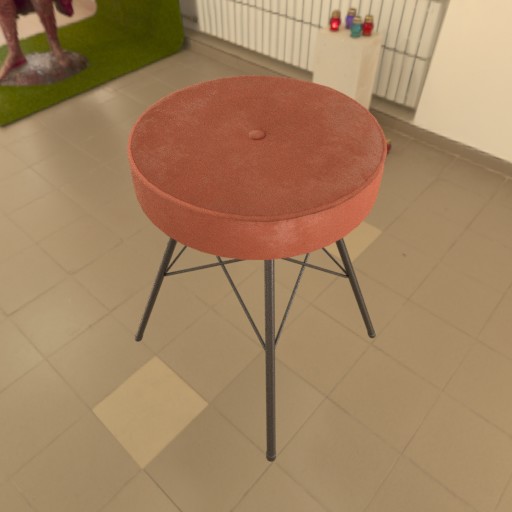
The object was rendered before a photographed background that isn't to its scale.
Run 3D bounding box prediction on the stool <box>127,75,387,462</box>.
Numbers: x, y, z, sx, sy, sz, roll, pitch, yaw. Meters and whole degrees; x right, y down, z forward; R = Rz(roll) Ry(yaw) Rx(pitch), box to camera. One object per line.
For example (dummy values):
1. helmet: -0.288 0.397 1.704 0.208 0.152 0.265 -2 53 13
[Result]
1. stool: 0.000 0.000 0.907 0.457 0.593 0.421 33 55 27
